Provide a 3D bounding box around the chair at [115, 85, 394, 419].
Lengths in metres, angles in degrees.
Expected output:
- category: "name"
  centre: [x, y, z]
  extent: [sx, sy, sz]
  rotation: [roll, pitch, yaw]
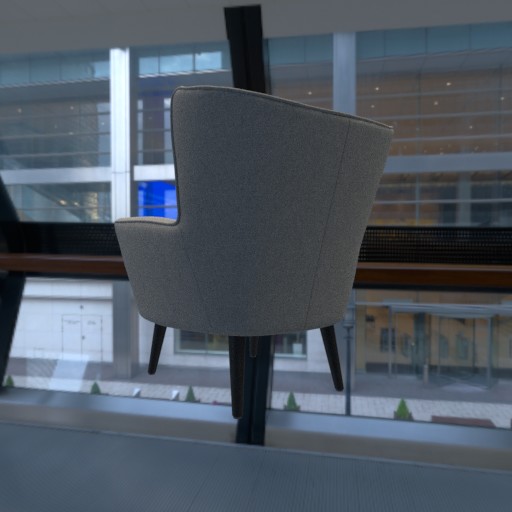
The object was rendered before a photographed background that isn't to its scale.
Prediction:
- category: "chair"
  centre: [0.000, 0.000, 1.575]
  extent: [0.781, 0.933, 0.888]
  rotation: [-1, 1, -35]
